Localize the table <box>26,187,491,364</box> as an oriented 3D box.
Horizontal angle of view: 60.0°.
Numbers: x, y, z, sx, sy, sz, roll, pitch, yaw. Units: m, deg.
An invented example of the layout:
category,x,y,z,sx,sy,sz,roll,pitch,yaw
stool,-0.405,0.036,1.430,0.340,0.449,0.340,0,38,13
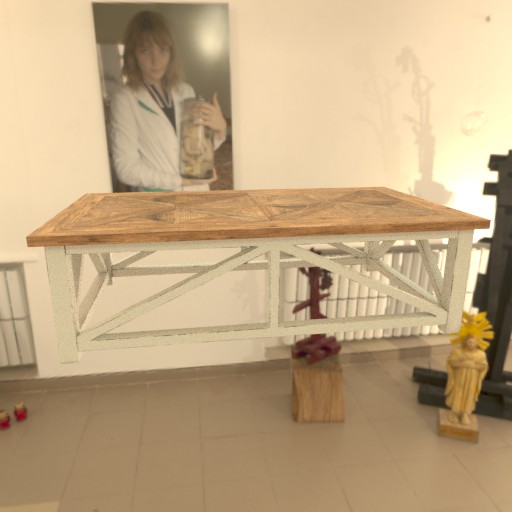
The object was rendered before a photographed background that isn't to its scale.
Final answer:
category,x,y,z,sx,sy,sz,roll,pitch,yaw
table,0.000,0.000,1.752,1.400,0.410,0.800,-3,17,-9
